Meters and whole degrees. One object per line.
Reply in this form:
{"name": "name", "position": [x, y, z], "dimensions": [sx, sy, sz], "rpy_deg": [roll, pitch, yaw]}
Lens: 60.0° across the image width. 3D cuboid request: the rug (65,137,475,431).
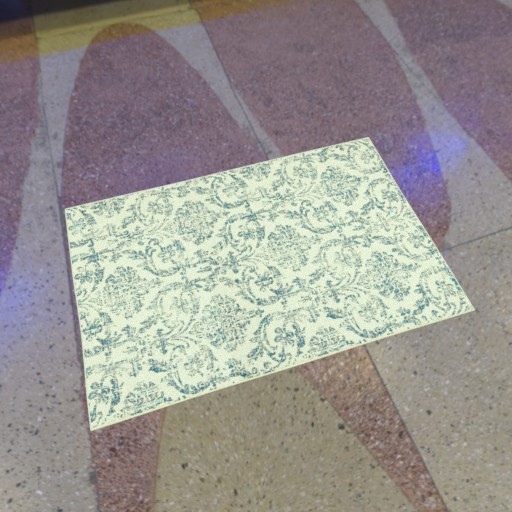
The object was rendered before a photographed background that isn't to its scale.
{"name": "rug", "position": [0.000, 0.000, 3.431], "dimensions": [2.746, 0.018, 1.819], "rpy_deg": [-15, 60, -9]}
